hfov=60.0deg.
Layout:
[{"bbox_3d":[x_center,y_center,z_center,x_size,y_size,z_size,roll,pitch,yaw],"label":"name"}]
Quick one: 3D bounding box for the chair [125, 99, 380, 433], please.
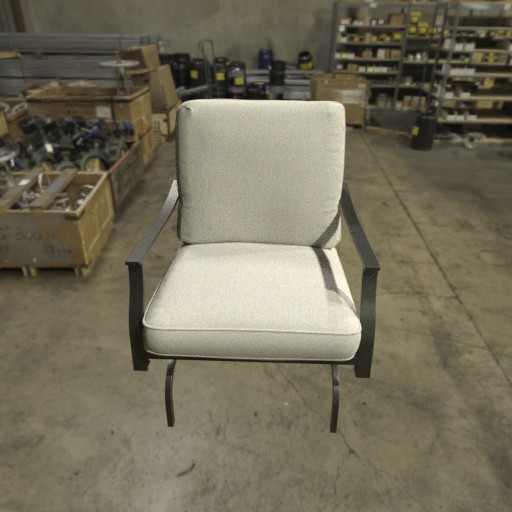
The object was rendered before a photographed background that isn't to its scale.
[{"bbox_3d":[0.000,0.000,1.430,0.650,0.860,0.787,1,29,2],"label":"chair"}]
